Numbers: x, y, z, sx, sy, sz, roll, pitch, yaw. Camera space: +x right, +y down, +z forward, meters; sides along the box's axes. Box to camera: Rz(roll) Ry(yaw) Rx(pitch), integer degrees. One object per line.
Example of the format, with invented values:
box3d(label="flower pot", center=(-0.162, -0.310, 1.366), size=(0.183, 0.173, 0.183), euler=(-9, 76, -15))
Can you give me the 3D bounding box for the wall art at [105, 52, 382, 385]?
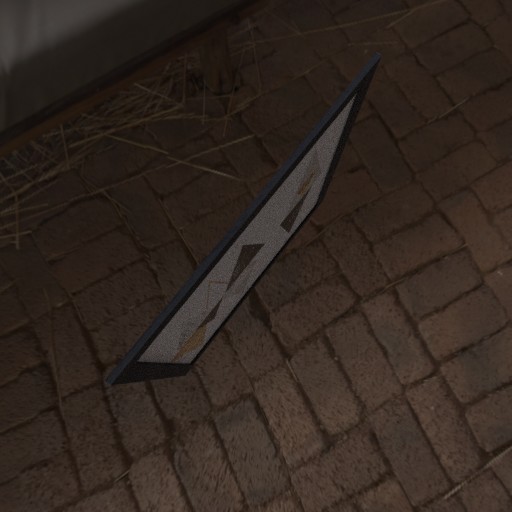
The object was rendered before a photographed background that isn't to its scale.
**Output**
box3d(label="wall art", center=(0.000, 0.000, 1.231), size=(0.013, 0.823, 0.823), euler=(37, 79, 9))
